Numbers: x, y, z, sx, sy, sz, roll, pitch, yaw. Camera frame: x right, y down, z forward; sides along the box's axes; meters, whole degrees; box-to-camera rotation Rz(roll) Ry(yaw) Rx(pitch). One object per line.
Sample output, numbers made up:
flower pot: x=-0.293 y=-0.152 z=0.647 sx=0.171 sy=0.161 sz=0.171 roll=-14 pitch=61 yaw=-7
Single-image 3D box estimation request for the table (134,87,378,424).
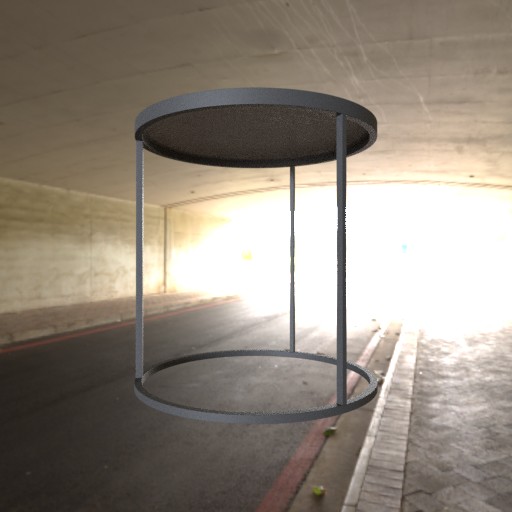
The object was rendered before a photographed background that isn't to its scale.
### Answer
table: x=0.000 y=0.000 z=0.889 sx=0.470 sy=0.498 sz=0.470 roll=0 pitch=0 yaw=0
